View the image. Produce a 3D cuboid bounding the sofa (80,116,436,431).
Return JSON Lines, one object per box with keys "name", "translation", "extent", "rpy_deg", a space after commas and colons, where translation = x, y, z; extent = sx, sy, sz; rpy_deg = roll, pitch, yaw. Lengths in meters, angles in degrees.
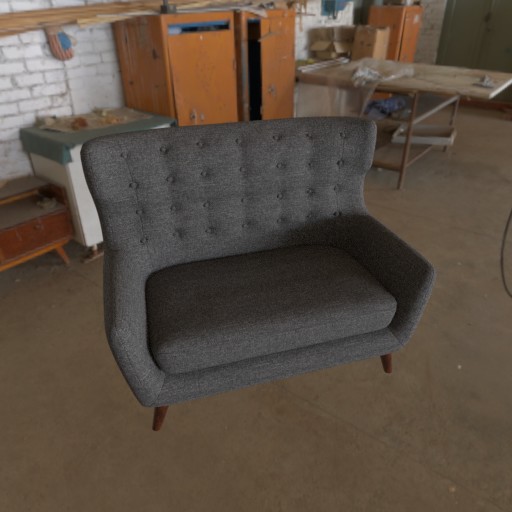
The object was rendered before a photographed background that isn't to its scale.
{"name": "sofa", "translation": [0.000, 0.000, 2.020], "extent": [1.358, 1.028, 0.874], "rpy_deg": [-9, 32, -15]}
